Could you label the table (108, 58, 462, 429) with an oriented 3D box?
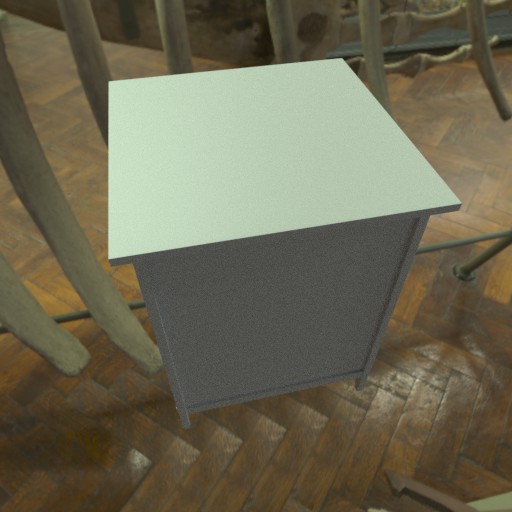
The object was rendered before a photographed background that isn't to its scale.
[{"bbox_3d":[0.000,0.000,0.763,0.381,0.483,0.381,-9,48,-9],"label":"table"}]
